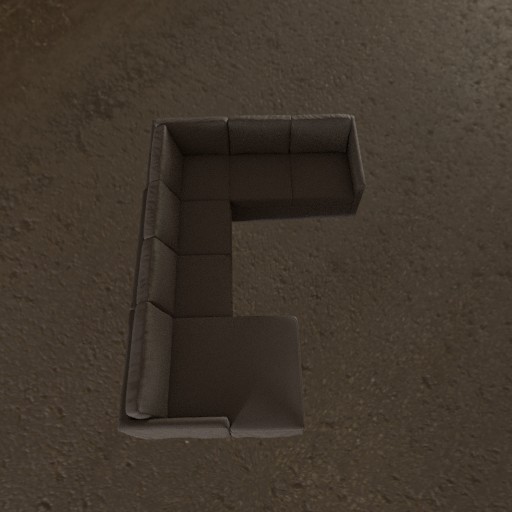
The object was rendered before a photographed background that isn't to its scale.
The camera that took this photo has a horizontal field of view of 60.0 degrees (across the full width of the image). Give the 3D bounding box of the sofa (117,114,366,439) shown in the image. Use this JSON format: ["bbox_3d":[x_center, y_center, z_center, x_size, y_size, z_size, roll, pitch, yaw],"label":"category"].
[{"bbox_3d":[0.000,0.000,4.718,2.476,0.878,3.528,-1,63,-1],"label":"sofa"}]
